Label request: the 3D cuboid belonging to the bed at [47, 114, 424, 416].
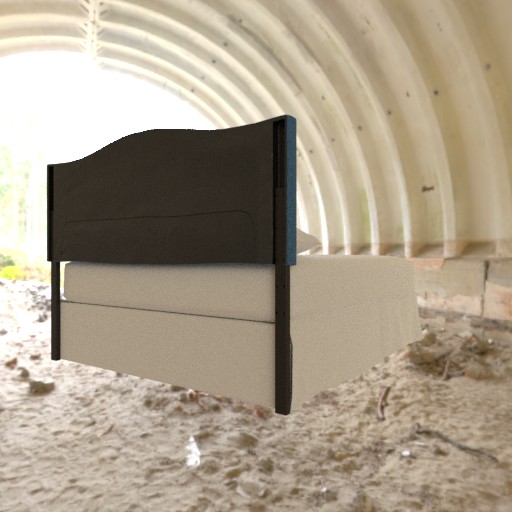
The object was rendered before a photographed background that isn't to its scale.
[{"bbox_3d":[0.000,0.000,2.814,1.610,1.169,1.872,0,0,35],"label":"bed"}]
